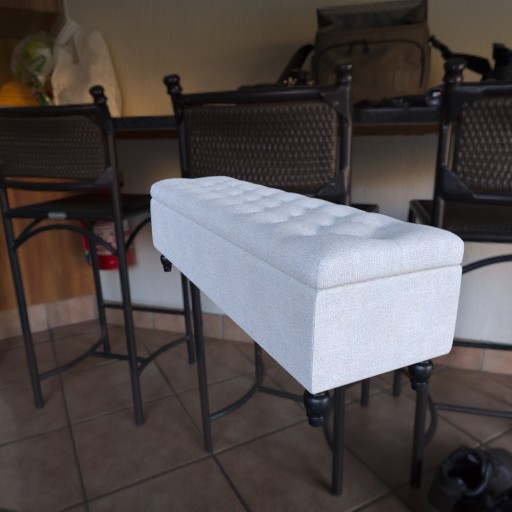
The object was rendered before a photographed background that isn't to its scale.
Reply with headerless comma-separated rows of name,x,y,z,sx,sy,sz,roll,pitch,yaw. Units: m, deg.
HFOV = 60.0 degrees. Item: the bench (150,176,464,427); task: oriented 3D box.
bench,0.000,0.000,1.691,0.455,0.467,1.480,-8,18,-25
